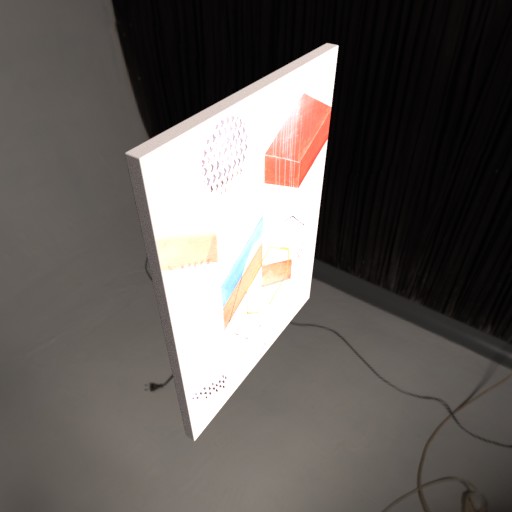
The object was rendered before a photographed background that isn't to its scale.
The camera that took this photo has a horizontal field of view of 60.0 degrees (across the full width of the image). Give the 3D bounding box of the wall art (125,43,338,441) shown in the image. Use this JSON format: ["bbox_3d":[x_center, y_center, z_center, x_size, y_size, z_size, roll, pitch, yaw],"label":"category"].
[{"bbox_3d":[0.000,0.000,1.601,0.046,1.221,0.914,24,47,25],"label":"wall art"}]
